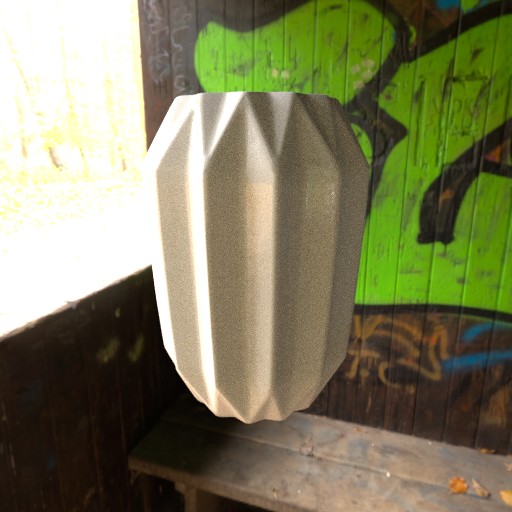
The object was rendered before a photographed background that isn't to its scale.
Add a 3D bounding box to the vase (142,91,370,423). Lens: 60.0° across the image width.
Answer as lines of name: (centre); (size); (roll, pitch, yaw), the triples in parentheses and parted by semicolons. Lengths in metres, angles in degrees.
vase: (0.000, 0.000, 0.408); (0.195, 0.275, 0.195); (0, 15, 0)
